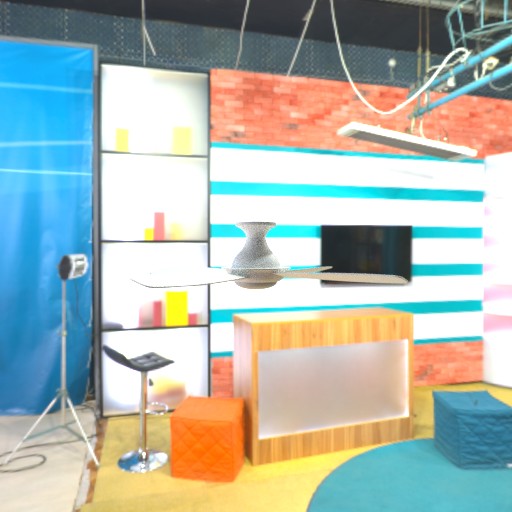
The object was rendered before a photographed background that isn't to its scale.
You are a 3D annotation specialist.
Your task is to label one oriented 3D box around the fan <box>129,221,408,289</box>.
[{"bbox_3d":[0.000,0.000,2.530,1.694,0.382,1.693,0,1,36],"label":"fan"}]
